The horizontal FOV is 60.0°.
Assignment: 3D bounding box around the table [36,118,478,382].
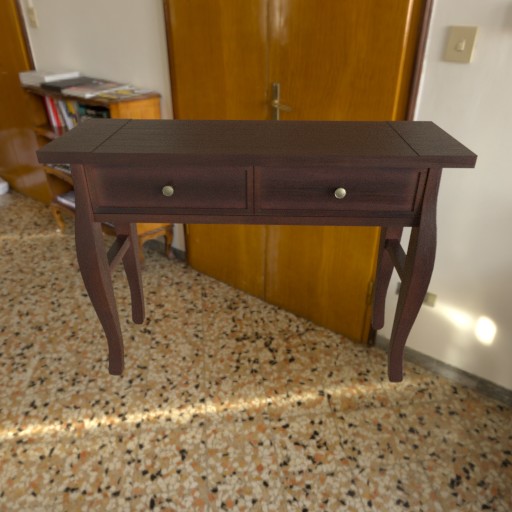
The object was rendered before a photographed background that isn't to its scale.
[{"bbox_3d":[0.000,0.000,1.407,1.062,0.768,0.373,1,30,2],"label":"table"}]
